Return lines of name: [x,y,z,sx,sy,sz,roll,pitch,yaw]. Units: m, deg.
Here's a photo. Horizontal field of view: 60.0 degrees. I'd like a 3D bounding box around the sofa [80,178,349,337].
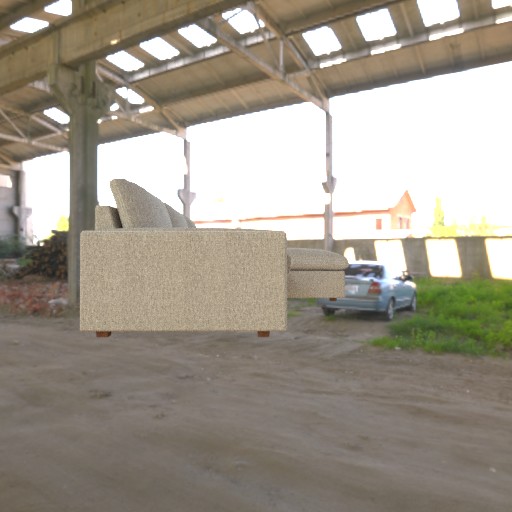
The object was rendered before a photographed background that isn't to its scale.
sofa: [0.000,0.000,3.458,1.689,0.813,2.718,0,-1,0]
